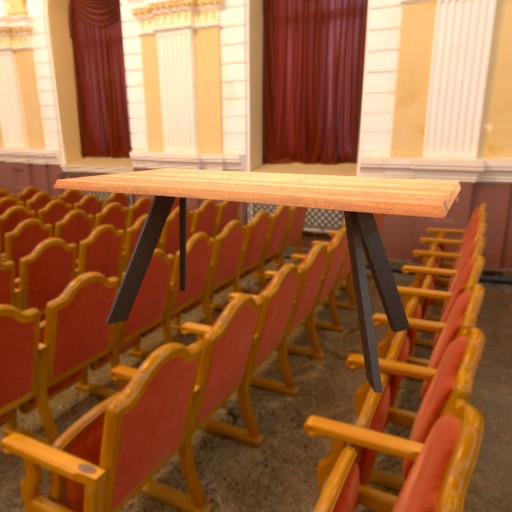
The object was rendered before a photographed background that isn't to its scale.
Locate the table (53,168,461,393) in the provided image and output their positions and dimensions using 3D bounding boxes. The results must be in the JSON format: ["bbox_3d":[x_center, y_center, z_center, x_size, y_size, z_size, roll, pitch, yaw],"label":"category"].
[{"bbox_3d":[0.000,0.000,2.276,1.800,0.770,0.900,8,17,26],"label":"table"}]
